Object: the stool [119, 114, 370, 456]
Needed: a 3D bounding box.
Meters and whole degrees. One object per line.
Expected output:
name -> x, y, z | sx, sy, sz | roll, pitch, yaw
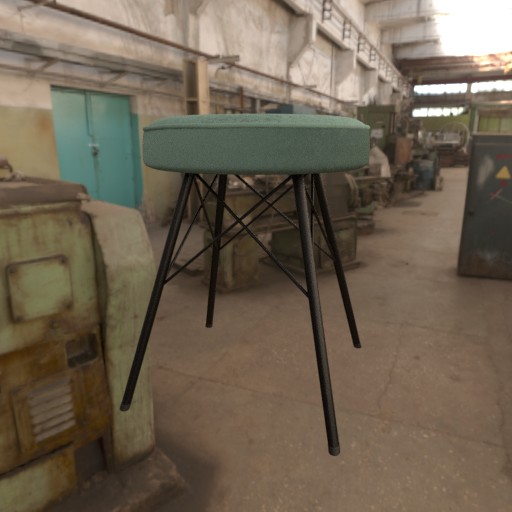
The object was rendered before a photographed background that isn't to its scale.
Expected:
stool -> 0.000, 0.000, 0.873 | 0.457, 0.519, 0.458 | 7, 17, 25
